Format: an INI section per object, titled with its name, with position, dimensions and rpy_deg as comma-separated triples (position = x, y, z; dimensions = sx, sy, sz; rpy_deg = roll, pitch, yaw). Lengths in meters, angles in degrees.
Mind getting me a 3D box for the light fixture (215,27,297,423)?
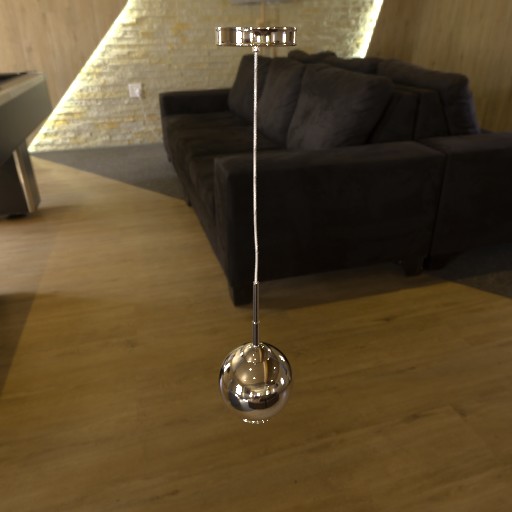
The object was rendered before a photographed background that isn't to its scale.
[light fixture]
position = 0.000, 0.000, 1.678
dimensions = 0.336, 1.538, 0.336
rpy_deg = 0, 27, 0
